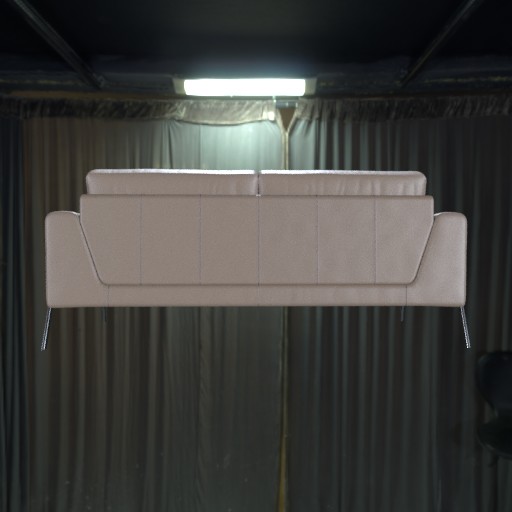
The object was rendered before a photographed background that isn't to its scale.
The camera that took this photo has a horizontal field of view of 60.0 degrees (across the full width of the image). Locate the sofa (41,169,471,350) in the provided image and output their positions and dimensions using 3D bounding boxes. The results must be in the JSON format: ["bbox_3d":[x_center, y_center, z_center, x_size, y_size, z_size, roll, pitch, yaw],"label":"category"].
[{"bbox_3d":[0.000,0.000,2.546,2.017,0.875,0.953,0,0,-2],"label":"sofa"}]
